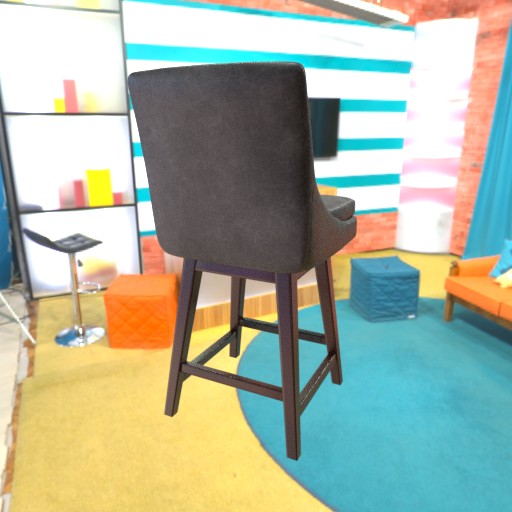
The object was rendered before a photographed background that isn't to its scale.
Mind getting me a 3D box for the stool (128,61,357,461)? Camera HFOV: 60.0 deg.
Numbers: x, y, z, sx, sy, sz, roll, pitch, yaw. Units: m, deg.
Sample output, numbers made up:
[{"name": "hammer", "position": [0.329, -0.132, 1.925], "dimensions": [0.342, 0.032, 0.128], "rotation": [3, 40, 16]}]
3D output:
[{"name": "stool", "position": [0.000, 0.000, 1.381], "dimensions": [0.492, 1.046, 0.587], "rotation": [8, 18, 26]}]
